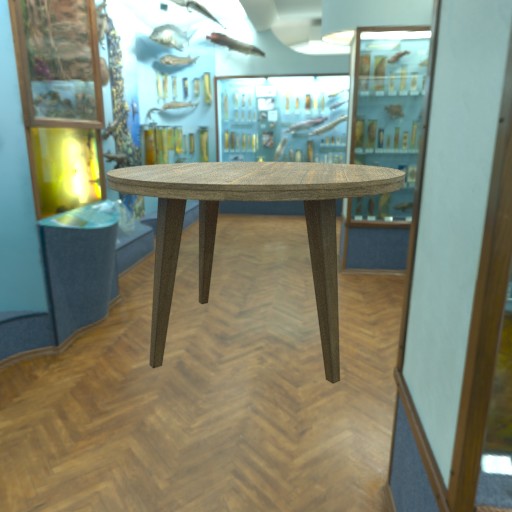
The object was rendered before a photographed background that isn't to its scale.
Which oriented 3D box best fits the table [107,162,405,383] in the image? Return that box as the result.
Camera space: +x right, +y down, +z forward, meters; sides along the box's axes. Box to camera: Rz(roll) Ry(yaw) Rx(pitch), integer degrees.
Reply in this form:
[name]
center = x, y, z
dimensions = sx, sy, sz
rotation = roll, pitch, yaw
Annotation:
[table]
center = 0.000, 0.000, 1.992
dimensions = 1.213, 0.764, 1.213
rotation = 0, 15, 0
